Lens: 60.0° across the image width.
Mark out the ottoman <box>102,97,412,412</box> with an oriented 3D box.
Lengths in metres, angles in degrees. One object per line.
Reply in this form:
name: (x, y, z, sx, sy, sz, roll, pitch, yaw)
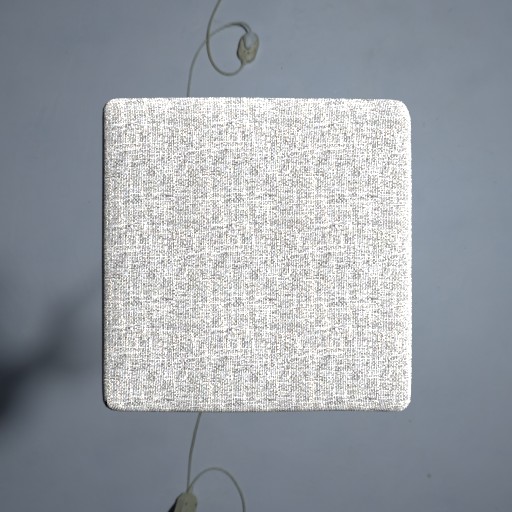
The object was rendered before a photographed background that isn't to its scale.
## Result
ottoman: (0.000, 0.000, 0.908, 0.512, 0.453, 0.521, 0, 90, -1)
